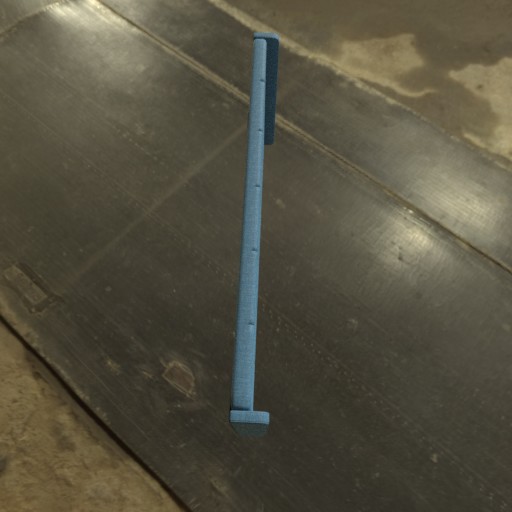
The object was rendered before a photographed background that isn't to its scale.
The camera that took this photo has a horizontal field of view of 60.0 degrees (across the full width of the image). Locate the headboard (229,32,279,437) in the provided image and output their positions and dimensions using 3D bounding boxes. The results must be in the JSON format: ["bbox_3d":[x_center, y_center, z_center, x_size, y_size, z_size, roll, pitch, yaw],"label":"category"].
[{"bbox_3d":[0.000,0.000,2.735,0.184,1.524,2.051,2,65,1],"label":"headboard"}]
